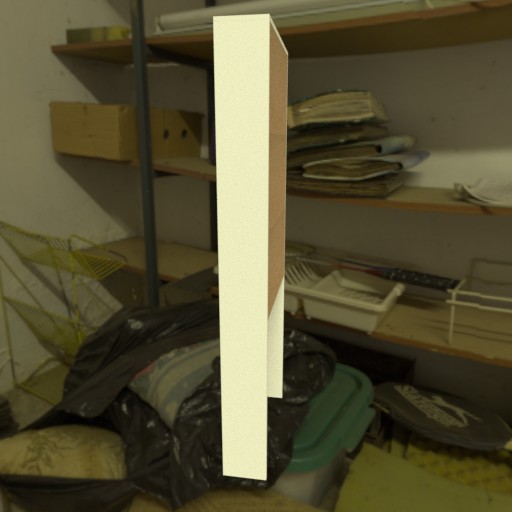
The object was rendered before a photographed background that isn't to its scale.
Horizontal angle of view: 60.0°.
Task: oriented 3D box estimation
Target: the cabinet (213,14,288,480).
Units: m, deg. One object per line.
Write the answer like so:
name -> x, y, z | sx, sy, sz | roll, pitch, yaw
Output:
cabinet -> 0.000, 0.000, 1.961 | 0.192, 1.770, 0.643 | 2, 15, 9
